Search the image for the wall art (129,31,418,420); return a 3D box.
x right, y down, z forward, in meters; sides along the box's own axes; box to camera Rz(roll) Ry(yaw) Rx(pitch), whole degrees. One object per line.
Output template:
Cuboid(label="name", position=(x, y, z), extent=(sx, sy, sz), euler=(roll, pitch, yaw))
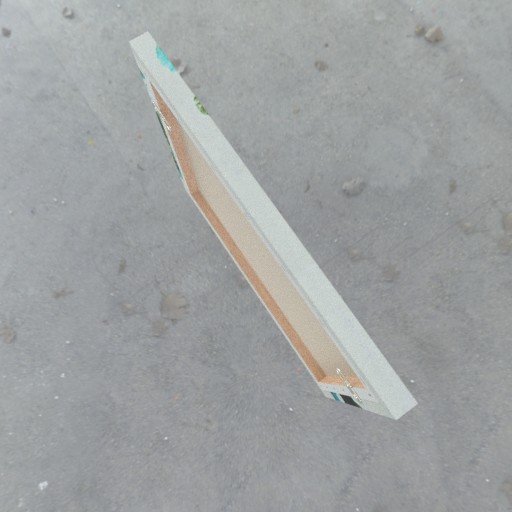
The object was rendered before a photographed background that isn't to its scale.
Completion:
Cuboid(label="wall art", position=(0.000, 0.000, 0.955), extent=(0.043, 0.610, 0.711), euler=(-33, 78, -8))
